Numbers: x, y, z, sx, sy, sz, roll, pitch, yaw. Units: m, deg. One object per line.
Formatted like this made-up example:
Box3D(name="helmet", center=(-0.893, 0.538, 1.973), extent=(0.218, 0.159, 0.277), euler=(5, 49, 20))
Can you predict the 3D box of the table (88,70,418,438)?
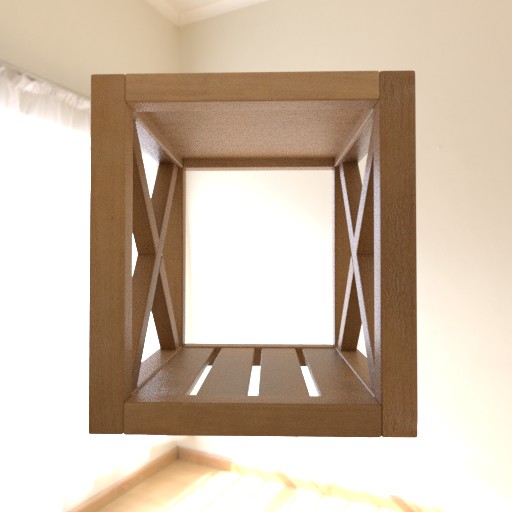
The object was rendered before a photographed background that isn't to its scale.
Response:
Box3D(name="table", center=(0.000, 0.000, 1.017), extent=(0.558, 0.610, 0.559), euler=(0, -1, 2))
